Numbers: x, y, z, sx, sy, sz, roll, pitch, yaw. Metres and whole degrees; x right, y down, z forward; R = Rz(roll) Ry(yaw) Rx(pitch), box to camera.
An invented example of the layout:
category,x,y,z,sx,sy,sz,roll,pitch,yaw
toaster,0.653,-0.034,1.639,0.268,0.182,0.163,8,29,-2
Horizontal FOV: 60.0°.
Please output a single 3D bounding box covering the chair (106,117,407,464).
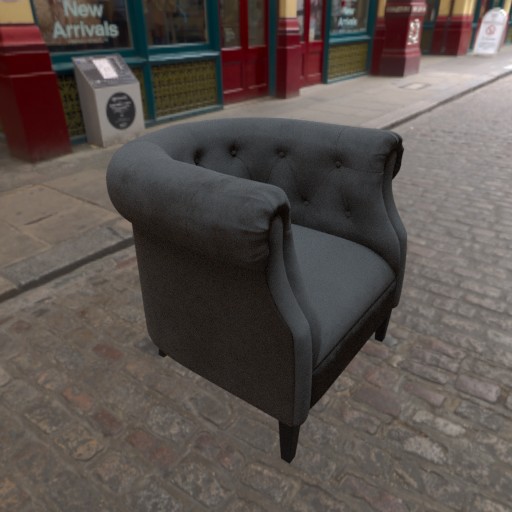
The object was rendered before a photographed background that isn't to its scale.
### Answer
category,x,y,z,sx,sy,sz,roll,pitch,yaw
chair,0.000,0.000,1.563,0.851,0.826,0.904,19,34,32
